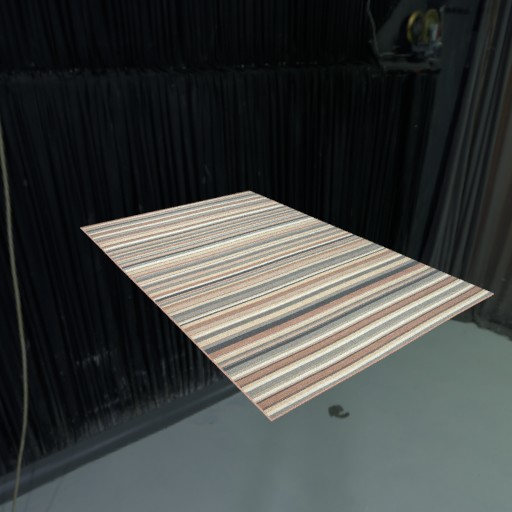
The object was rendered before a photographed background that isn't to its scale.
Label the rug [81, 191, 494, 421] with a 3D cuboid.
[{"bbox_3d":[0.000,0.000,2.262,1.219,0.008,1.829,-18,31,-32],"label":"rug"}]
